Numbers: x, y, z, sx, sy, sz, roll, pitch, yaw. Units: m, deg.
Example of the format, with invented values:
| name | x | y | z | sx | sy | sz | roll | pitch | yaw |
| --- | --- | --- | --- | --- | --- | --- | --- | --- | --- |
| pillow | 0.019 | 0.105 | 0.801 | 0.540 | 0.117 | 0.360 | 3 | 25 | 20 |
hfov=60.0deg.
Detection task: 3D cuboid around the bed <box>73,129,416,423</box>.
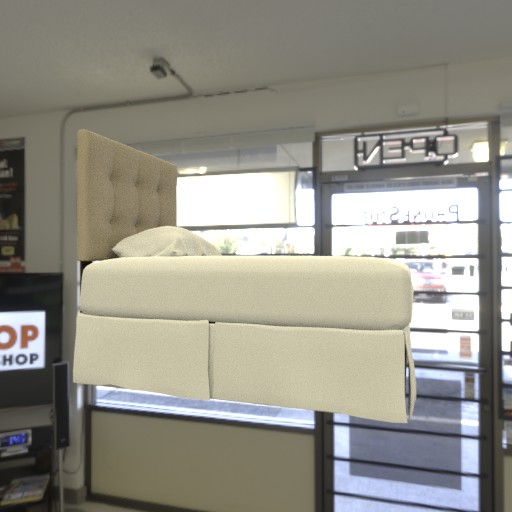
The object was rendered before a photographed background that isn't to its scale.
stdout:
| name | x | y | z | sx | sy | sz | roll | pitch | yaw |
| --- | --- | --- | --- | --- | --- | --- | --- | --- | --- |
| bed | 0.000 | 0.000 | 2.950 | 1.997 | 1.571 | 1.261 | 0 | 0 | 19 |
